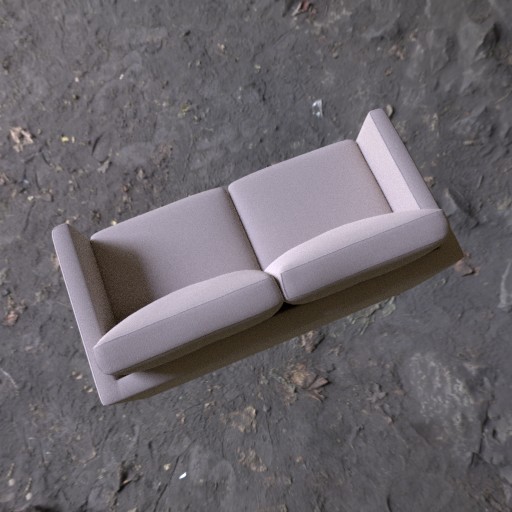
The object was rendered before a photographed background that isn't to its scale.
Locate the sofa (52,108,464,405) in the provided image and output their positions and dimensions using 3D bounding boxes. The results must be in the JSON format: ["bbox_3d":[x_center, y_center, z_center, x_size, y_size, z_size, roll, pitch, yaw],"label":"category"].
[{"bbox_3d":[0.000,0.000,2.248,1.722,0.888,0.873,-21,76,-6],"label":"sofa"}]
